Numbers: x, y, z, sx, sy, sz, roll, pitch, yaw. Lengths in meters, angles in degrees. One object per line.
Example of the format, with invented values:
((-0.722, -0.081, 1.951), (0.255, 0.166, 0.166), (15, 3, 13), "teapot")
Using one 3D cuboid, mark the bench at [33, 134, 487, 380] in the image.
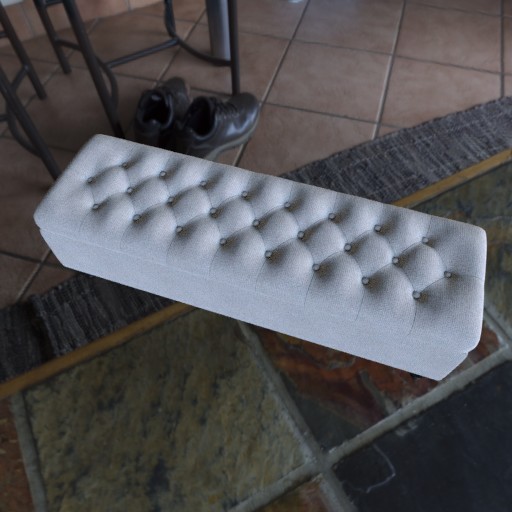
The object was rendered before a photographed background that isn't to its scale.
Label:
((0.000, 0.000, 1.654), (1.480, 0.467, 0.455), (16, 58, 10), "bench")
